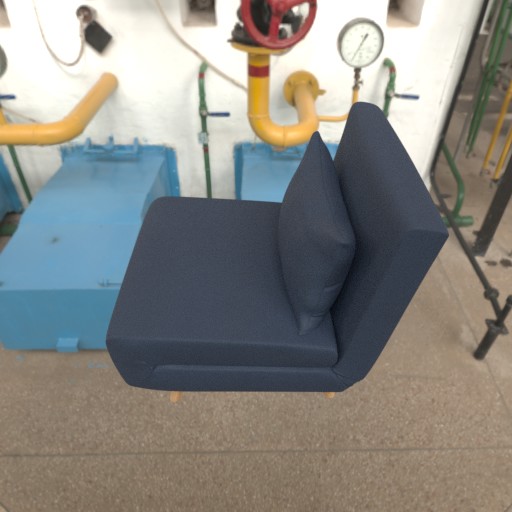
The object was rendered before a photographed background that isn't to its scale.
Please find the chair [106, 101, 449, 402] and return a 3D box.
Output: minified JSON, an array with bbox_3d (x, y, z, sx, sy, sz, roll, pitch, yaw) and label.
[{"bbox_3d":[0.000,0.000,1.529,0.900,0.808,0.770,0,40,0],"label":"chair"}]
